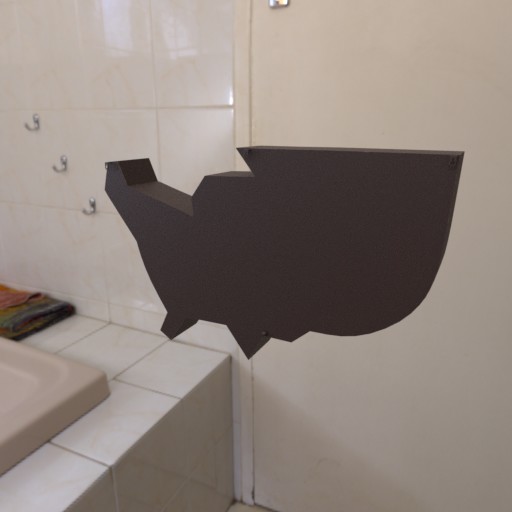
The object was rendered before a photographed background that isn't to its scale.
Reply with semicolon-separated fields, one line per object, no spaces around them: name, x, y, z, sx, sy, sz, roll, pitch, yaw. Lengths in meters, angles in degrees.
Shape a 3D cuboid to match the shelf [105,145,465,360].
shelf;0.000;0.000;0.918;0.729;0.439;0.112;8;19;26
